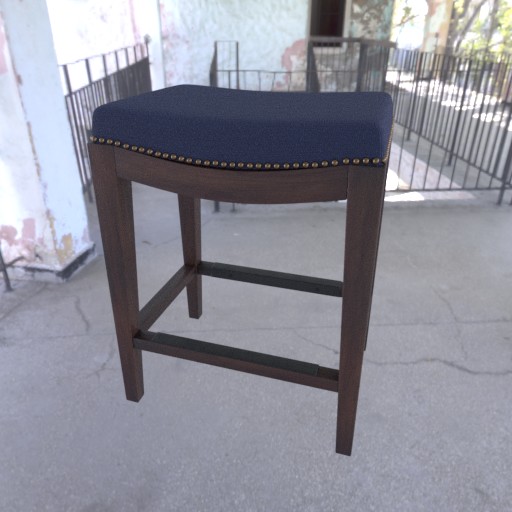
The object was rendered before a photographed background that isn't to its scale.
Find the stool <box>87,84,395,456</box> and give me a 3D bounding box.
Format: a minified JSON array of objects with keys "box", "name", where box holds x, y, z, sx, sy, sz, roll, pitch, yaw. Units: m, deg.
[{"box":[0.000,0.000,0.940,0.500,0.642,0.361,8,29,15],"name":"stool"}]
